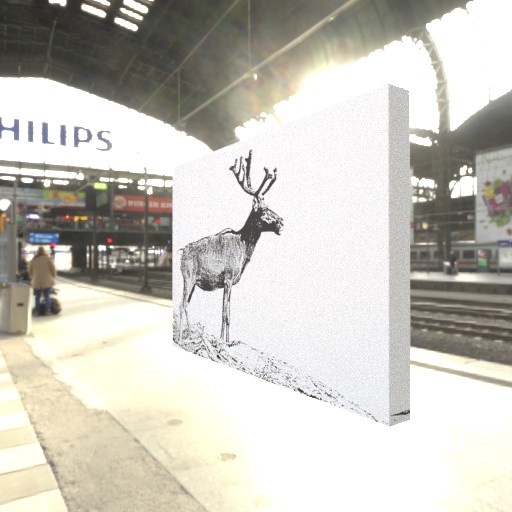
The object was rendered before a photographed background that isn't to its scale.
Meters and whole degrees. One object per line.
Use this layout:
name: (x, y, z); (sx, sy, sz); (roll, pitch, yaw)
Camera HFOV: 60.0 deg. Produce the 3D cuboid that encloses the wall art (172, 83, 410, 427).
wall art: (0.000, 0.000, 0.791); (0.042, 0.414, 0.608); (0, 0, -35)
